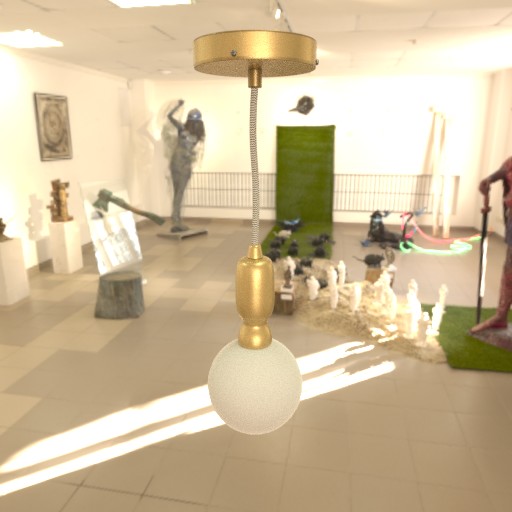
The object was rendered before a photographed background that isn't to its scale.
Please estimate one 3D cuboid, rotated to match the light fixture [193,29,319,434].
[{"bbox_3d":[0.000,0.000,0.581,0.146,0.510,0.147,3,15,10],"label":"light fixture"}]
